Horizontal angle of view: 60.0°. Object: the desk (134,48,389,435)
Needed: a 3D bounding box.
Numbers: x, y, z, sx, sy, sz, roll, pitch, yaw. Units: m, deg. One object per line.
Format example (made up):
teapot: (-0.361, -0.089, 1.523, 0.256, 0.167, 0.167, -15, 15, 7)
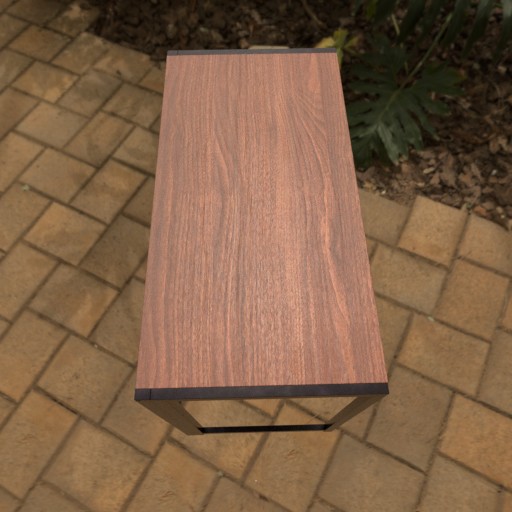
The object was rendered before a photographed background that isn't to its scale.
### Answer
desk: (0.000, 0.000, 1.445, 0.508, 0.762, 1.016, -1, 63, -1)
